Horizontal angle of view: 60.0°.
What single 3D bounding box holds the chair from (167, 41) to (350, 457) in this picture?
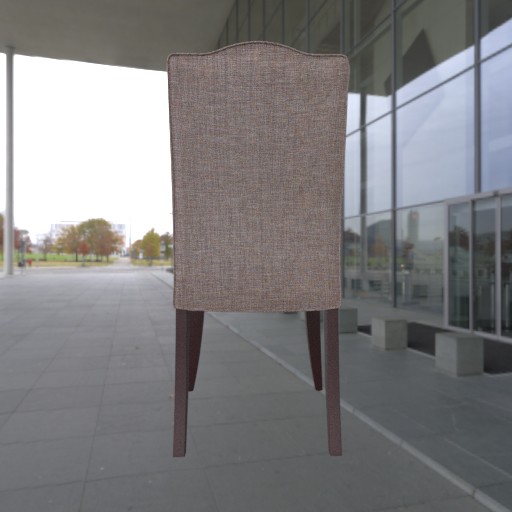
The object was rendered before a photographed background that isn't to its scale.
[{"bbox_3d":[0.000,0.000,1.361,0.513,1.016,0.660,0,0,-1],"label":"chair"}]
